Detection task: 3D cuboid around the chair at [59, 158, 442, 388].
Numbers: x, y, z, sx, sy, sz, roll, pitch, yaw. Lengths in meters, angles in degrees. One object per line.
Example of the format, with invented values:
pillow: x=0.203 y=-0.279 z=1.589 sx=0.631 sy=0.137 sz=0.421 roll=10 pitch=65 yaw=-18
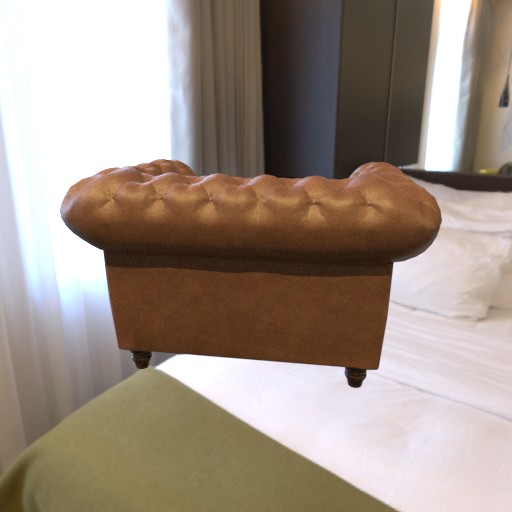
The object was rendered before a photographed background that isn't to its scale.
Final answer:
chair: x=0.000 y=0.000 z=1.893 sx=1.298 sy=0.784 sz=0.954 roll=3 pitch=17 yaw=9
